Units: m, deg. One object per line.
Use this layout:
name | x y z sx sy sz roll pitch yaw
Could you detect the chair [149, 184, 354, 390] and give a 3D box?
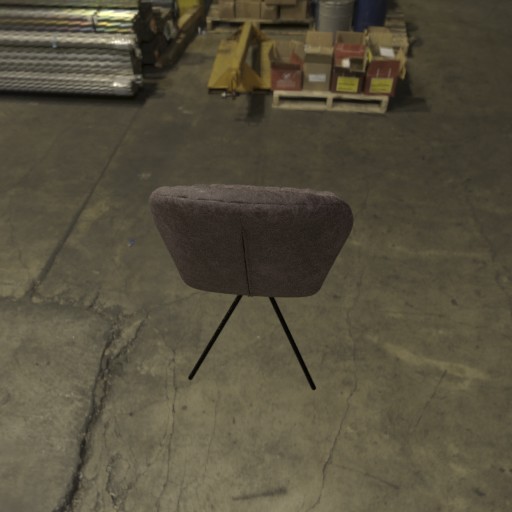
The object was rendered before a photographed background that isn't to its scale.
chair | 0.000 0.000 1.341 0.527 0.934 0.640 4 46 4
